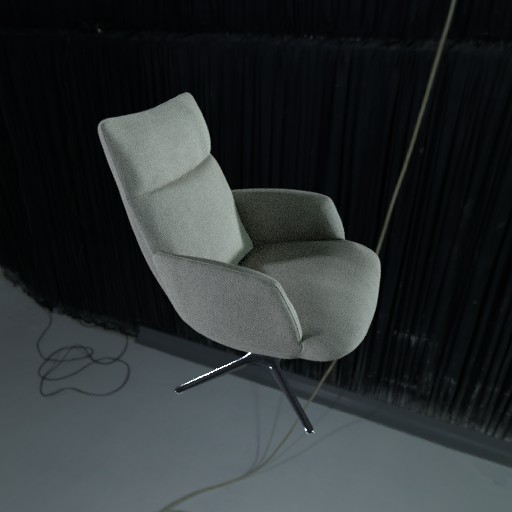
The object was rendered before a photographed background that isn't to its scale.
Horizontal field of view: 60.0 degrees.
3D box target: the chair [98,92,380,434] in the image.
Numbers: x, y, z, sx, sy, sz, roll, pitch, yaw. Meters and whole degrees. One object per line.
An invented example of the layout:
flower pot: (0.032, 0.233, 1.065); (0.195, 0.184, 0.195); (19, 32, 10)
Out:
chair: (0.000, 0.000, 1.618); (0.889, 1.016, 0.711); (11, 31, 18)
